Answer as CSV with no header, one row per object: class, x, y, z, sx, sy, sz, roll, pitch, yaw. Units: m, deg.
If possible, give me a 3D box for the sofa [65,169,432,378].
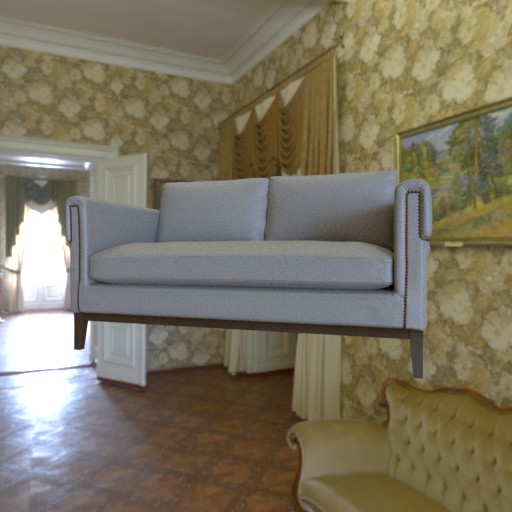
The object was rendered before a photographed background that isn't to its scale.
sofa,0.000,0.000,2.205,1.598,0.873,0.899,0,0,18
